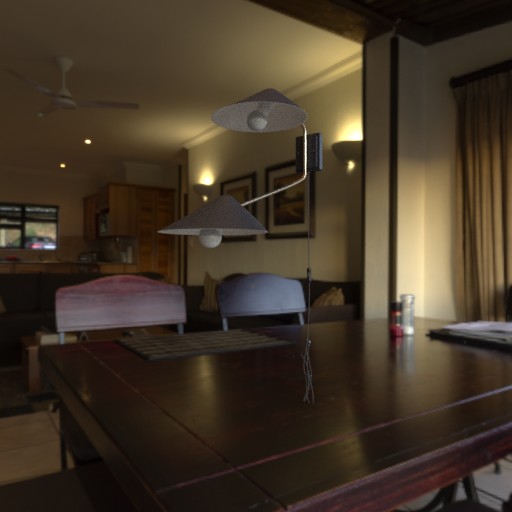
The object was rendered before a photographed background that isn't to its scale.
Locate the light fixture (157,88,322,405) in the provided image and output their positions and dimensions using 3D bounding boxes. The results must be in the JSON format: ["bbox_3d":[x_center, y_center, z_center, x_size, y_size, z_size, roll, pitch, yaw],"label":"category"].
[{"bbox_3d":[0.000,0.000,0.848,0.189,0.665,0.422,0,0,38],"label":"light fixture"}]
